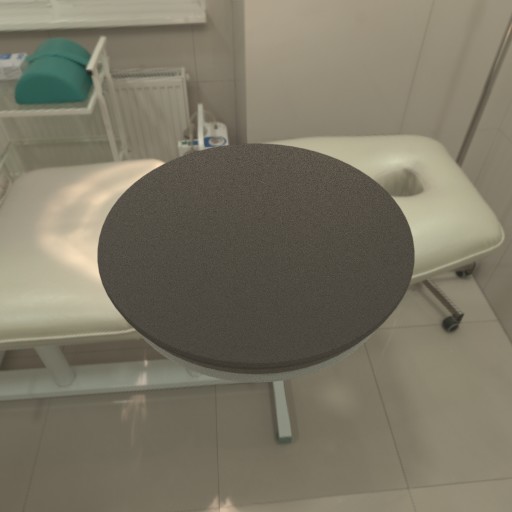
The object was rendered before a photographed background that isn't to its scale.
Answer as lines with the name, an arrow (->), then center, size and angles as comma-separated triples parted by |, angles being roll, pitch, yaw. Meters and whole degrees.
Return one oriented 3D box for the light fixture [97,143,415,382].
light fixture -> 0.000, 0.000, 0.562 | 0.368, 0.100, 0.368 | 0, 46, 0
